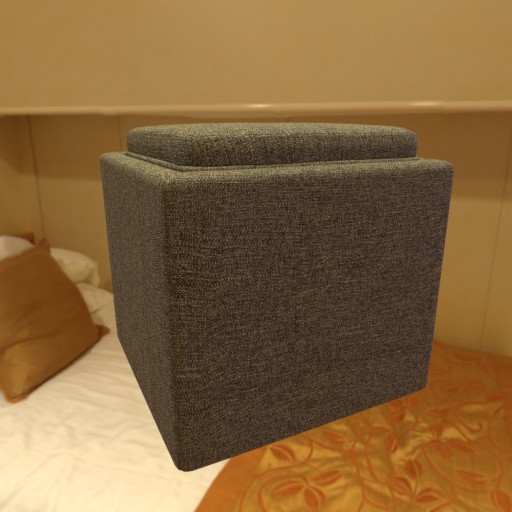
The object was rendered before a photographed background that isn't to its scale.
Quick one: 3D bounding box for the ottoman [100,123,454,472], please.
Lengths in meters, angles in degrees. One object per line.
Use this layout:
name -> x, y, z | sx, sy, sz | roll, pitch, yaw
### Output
ottoman -> 0.000, 0.000, 0.799 | 0.450, 0.460, 0.450 | -8, 19, -26
